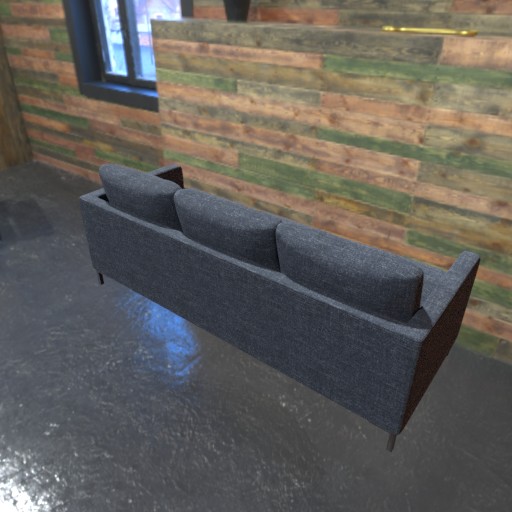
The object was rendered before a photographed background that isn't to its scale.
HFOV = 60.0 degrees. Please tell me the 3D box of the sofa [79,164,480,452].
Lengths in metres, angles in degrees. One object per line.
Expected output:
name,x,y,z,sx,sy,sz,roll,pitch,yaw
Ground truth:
sofa,0.000,0.000,2.615,2.218,0.874,0.859,22,37,32
